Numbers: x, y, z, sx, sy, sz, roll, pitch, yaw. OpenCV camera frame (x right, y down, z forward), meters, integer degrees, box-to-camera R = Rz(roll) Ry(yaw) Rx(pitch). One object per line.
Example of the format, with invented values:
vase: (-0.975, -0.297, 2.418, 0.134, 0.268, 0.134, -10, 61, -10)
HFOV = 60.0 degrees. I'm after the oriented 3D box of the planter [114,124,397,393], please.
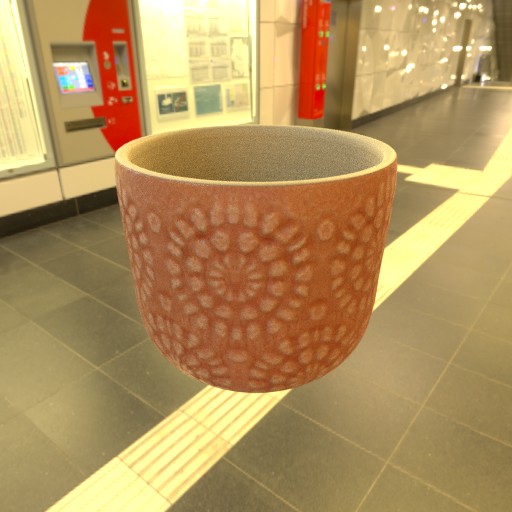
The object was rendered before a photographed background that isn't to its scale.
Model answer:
planter: (0.000, 0.000, 0.222, 0.124, 0.109, 0.124, 0, 25, 0)
